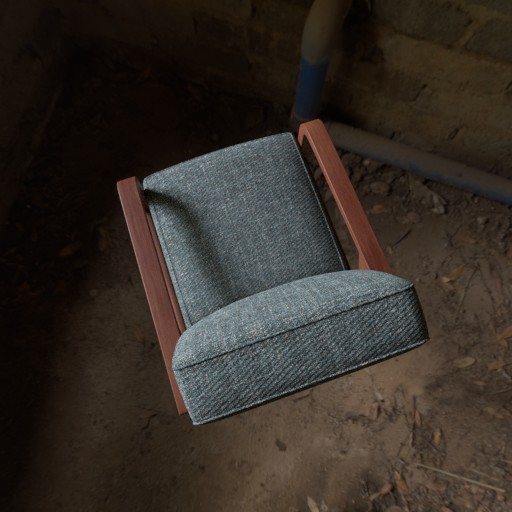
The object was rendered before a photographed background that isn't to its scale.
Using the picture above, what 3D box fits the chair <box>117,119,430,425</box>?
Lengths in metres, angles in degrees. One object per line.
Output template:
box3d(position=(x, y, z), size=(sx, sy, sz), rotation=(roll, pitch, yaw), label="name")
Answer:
box3d(position=(0.000, 0.000, 1.485), size=(0.719, 0.864, 0.889), rotation=(-19, 77, -5), label="chair")
